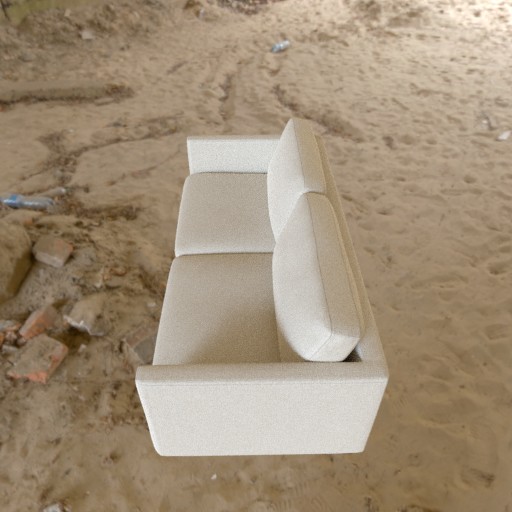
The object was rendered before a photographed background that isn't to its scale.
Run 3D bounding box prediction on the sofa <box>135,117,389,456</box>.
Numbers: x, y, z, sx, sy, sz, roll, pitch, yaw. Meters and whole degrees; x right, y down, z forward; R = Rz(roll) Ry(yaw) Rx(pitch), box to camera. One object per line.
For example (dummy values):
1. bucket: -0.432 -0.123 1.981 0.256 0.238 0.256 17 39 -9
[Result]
1. sofa: 0.000 0.000 2.495 0.965 0.889 1.981 -1 41 -1
